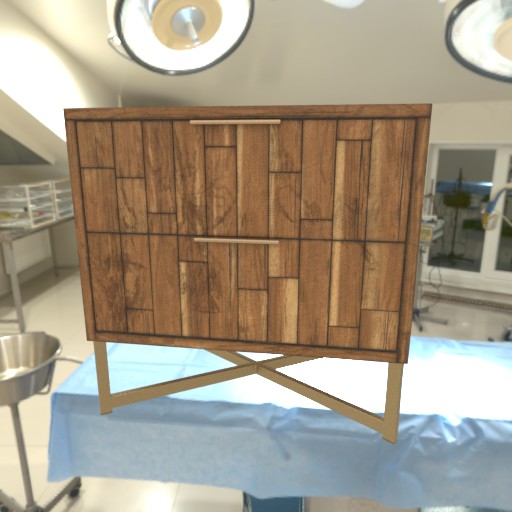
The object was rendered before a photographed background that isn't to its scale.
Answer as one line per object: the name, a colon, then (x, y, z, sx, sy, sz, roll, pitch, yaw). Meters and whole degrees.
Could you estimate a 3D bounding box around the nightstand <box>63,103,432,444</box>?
nightstand: (0.000, 0.000, 0.996, 0.610, 0.610, 0.446, 2, 15, 9)
